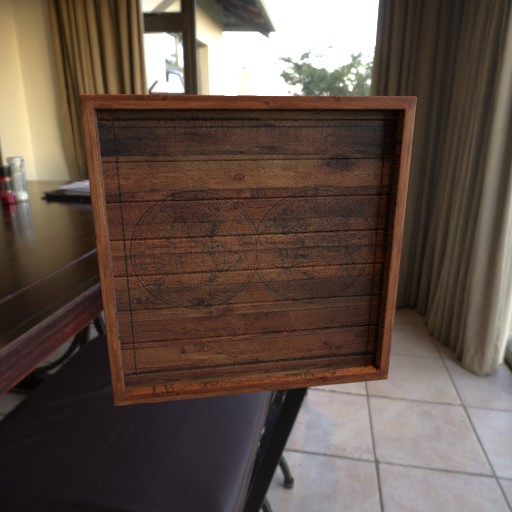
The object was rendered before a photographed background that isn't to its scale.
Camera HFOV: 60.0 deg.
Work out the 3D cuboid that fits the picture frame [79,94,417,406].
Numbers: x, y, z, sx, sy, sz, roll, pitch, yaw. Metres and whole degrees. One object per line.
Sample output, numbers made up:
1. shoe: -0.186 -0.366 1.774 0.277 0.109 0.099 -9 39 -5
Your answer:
1. picture frame: 0.000 0.000 0.523 0.352 0.356 0.028 -3 18 -9
